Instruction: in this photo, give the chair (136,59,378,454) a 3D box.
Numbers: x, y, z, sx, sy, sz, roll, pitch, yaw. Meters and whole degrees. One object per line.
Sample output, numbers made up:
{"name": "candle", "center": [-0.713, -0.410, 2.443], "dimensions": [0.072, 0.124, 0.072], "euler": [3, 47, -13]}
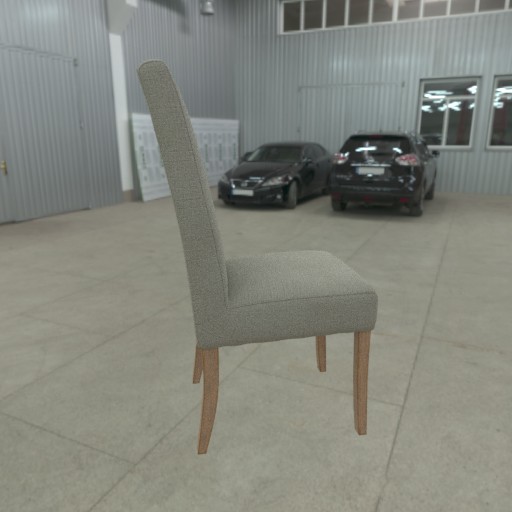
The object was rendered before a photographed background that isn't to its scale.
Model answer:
{"name": "chair", "center": [0.000, 0.000, 1.346], "dimensions": [0.611, 1.033, 0.450], "euler": [-3, 15, -10]}
